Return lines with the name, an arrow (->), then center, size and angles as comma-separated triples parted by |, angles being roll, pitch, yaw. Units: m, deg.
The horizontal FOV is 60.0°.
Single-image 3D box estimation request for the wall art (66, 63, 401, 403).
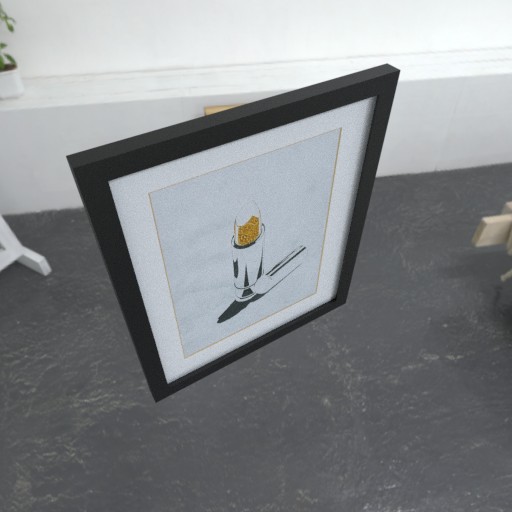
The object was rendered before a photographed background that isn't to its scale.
wall art -> 0.000, 0.000, 0.531 | 0.330, 0.381, 0.019 | -24, 50, -21
